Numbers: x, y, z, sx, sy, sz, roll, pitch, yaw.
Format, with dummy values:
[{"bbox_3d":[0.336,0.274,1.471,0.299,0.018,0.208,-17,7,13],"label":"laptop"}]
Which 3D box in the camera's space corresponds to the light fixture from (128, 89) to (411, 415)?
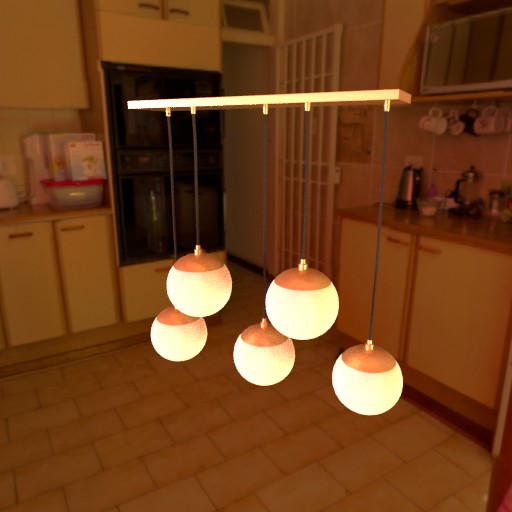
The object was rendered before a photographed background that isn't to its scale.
[{"bbox_3d":[0.000,0.000,1.293,0.863,0.869,0.299,8,17,26],"label":"light fixture"}]
